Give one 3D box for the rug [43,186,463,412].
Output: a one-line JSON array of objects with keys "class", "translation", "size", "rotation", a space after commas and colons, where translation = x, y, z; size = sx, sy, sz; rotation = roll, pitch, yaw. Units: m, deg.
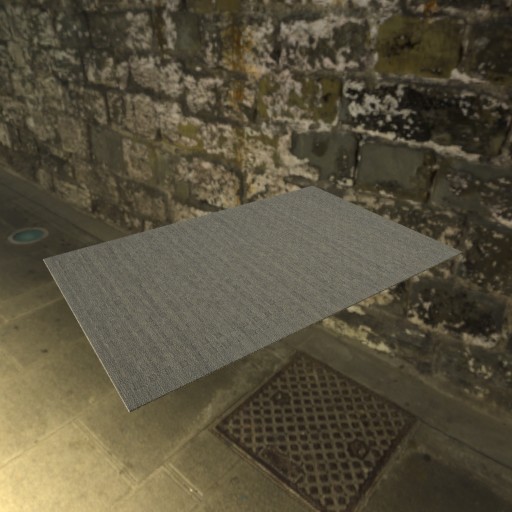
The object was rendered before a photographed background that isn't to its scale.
[{"class": "rug", "translation": [0.000, 0.000, 2.209], "size": [1.752, 0.006, 1.142], "rotation": [-19, 35, -30]}]
